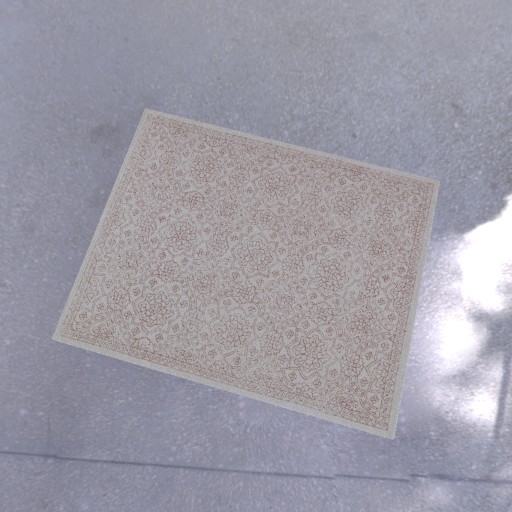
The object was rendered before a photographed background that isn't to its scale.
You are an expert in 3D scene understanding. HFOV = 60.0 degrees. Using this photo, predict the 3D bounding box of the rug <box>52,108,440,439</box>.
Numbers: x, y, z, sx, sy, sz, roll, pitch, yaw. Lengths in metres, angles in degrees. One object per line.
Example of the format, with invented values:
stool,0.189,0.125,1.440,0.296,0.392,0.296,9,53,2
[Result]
rug,0.000,0.000,4.117,3.050,0.015,2.441,15,74,4
